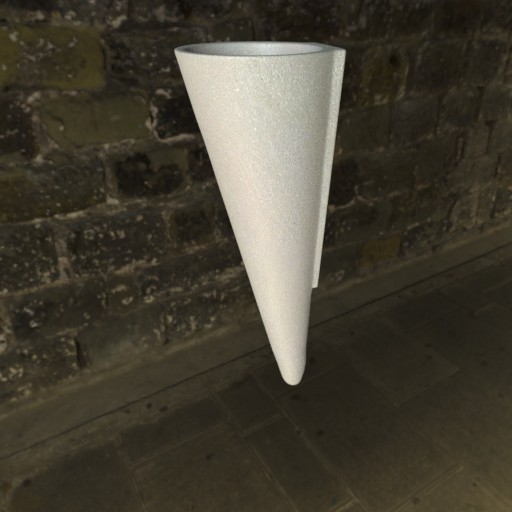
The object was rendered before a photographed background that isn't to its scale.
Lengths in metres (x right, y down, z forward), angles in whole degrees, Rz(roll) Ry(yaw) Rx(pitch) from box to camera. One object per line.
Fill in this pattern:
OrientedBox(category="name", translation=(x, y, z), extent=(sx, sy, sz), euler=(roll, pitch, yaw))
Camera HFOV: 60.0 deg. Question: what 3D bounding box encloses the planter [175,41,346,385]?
OrientedBox(category="planter", translation=(0.000, 0.000, 0.224), extent=(0.064, 0.191, 0.057), euler=(-8, 31, -14))
